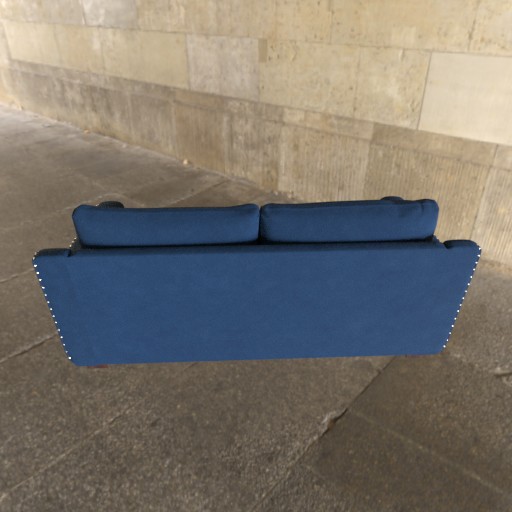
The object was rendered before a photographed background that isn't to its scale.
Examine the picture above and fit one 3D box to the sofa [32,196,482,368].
[{"bbox_3d":[0.000,0.000,2.698,2.107,0.983,1.104,-1,30,-2],"label":"sofa"}]
